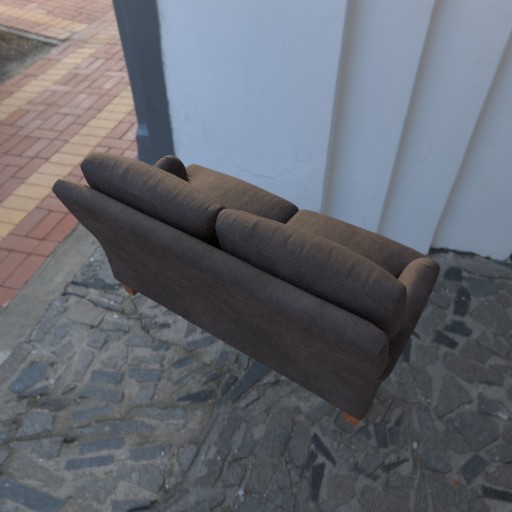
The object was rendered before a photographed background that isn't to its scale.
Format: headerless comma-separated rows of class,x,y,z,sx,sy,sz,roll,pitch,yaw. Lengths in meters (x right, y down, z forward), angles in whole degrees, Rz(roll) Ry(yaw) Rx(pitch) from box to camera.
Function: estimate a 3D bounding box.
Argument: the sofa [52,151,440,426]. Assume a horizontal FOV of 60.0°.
sofa,0.000,0.000,2.523,1.853,1.101,1.084,25,51,23
